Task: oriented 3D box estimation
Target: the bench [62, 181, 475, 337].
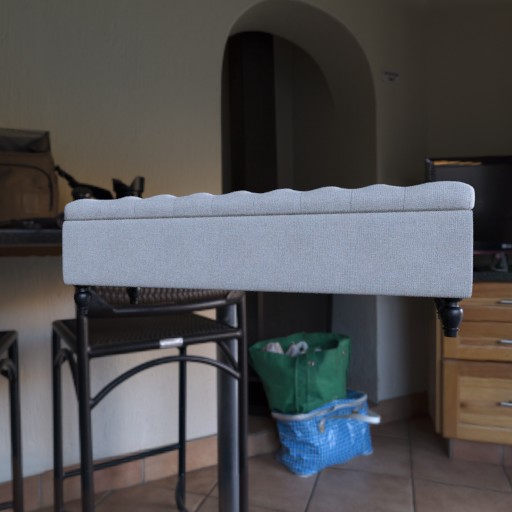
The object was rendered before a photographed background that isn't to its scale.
[{"bbox_3d":[0.000,0.000,1.706,1.480,0.467,0.455,0,1,20],"label":"bench"}]
